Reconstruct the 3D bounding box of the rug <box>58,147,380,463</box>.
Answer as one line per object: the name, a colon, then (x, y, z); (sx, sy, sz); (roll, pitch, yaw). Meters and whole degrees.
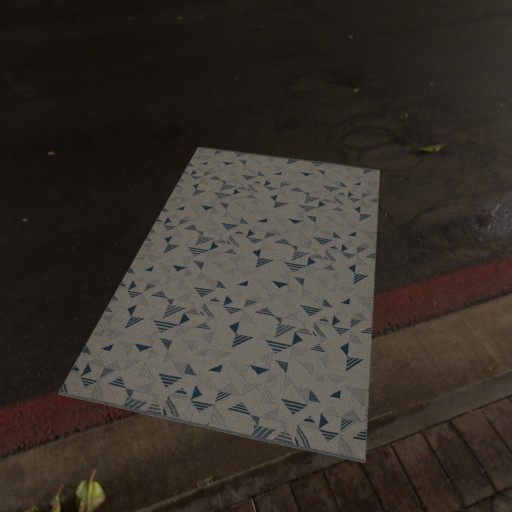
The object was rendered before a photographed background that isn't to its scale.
rug: (0.000, 0.000, 2.287); (1.206, 0.003, 1.835); (9, 47, 9)
